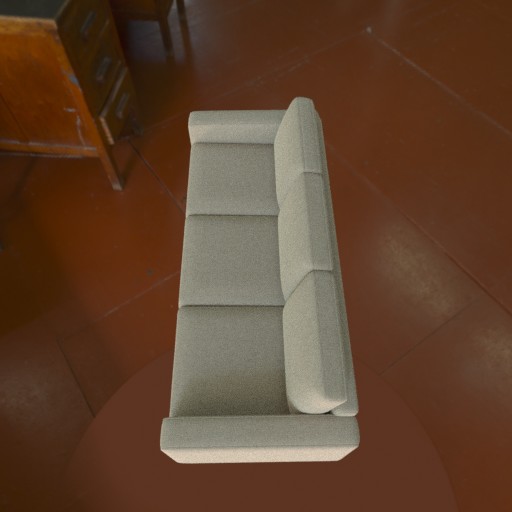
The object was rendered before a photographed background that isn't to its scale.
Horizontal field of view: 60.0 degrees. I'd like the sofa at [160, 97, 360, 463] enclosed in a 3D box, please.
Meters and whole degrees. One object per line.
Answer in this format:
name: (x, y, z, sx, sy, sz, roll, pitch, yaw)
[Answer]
sofa: (0.000, 0.000, 2.623, 0.900, 0.800, 2.160, -1, 59, 0)
